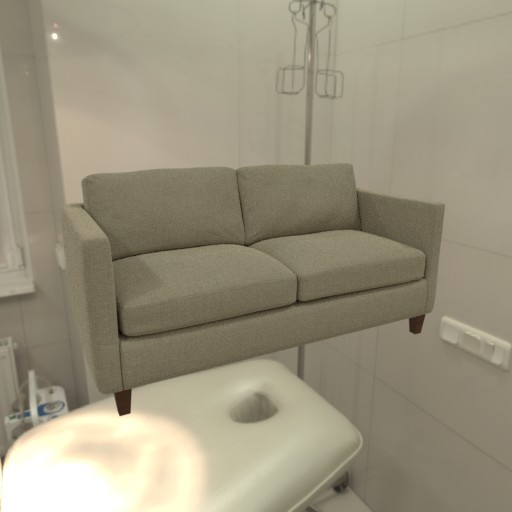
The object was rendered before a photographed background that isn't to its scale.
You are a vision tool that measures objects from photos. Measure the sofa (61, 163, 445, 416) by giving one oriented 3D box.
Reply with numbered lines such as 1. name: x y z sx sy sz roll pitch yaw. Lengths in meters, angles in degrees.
1. sofa: 0.000 0.000 2.445 1.884 0.947 0.951 -8 18 -26
